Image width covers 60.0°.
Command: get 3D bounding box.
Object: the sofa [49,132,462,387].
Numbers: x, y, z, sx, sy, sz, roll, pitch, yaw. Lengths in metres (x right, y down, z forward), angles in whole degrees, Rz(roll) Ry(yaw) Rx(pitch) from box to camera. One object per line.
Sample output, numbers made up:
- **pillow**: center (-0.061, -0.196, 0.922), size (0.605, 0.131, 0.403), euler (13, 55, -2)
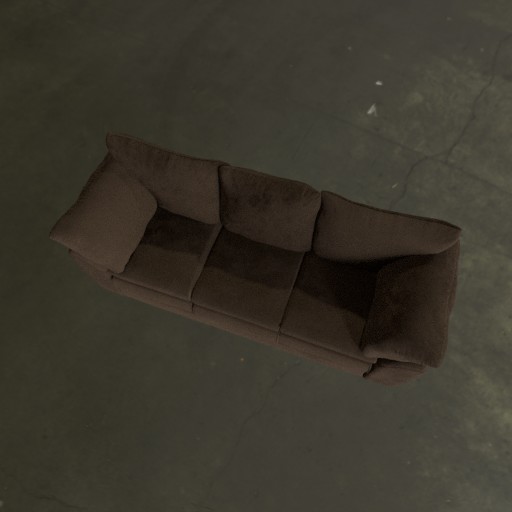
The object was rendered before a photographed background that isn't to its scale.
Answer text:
- **sofa**: center (0.000, 0.000, 2.844), size (2.336, 1.015, 0.878), euler (17, 60, 10)
